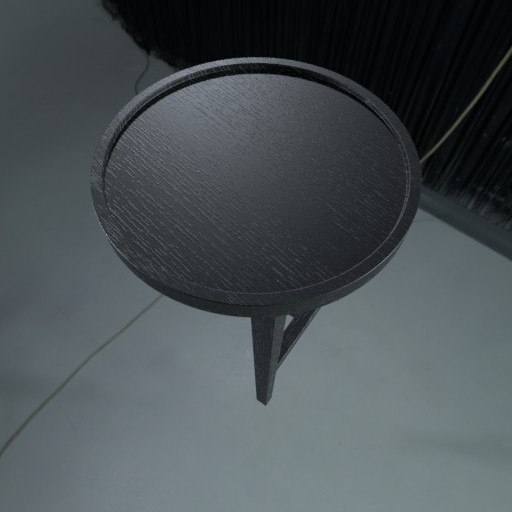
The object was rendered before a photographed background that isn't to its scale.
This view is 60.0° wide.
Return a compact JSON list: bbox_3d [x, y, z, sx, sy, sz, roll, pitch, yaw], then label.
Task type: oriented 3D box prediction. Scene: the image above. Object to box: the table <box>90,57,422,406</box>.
[{"bbox_3d":[0.000,0.000,0.738,0.399,0.460,0.399,0,58,0],"label":"table"}]
